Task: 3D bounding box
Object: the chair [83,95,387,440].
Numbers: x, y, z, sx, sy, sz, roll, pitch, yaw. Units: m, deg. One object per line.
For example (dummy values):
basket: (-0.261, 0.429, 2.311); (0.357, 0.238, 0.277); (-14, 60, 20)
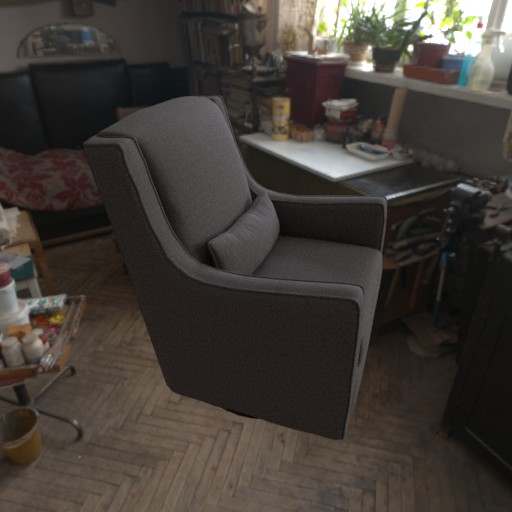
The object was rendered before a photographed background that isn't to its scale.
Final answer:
chair: (0.000, 0.000, 1.602); (0.879, 0.993, 0.732); (10, 32, 17)
